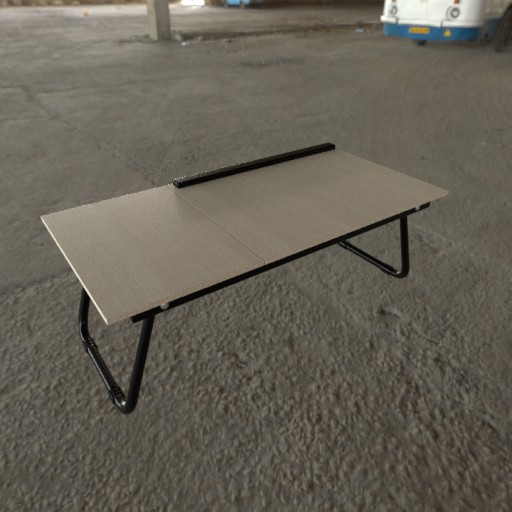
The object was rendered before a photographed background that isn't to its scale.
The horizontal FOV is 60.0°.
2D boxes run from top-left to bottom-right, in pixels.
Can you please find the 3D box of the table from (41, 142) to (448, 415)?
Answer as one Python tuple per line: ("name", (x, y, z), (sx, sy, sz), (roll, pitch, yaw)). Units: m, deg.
("table", (0.000, 0.000, 0.831), (0.644, 0.242, 0.322), (-20, 37, -29))
